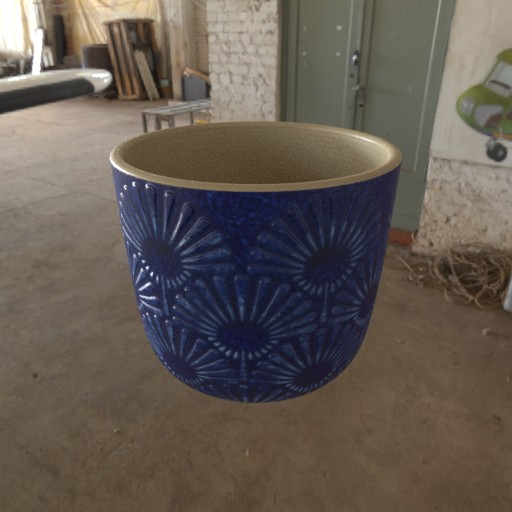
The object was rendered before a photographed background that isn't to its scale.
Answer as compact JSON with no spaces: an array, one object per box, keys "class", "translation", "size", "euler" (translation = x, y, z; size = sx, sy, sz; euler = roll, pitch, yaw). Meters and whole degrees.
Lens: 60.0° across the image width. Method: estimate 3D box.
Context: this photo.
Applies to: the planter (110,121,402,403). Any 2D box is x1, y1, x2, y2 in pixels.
[{"class":"planter","translation":[0.000,0.000,0.219],"size":[0.124,0.109,0.124],"euler":[0,26,0]}]
